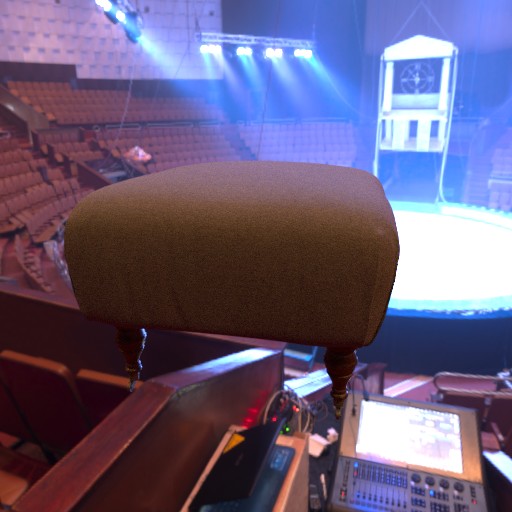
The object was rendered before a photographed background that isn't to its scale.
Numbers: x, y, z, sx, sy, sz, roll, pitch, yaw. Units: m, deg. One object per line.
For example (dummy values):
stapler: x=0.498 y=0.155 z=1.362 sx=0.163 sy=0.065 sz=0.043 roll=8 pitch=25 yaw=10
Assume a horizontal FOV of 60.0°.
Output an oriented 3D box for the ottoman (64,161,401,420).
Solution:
ottoman: x=0.000 y=0.000 z=1.112 sx=0.622 sy=0.450 sz=0.747 roll=4 pitch=17 yaw=12
